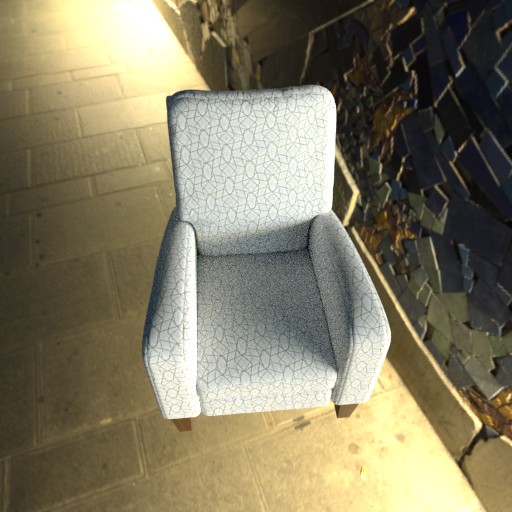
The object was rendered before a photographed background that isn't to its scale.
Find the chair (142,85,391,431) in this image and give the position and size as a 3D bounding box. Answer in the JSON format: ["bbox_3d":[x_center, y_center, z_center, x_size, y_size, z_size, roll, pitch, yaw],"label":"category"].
[{"bbox_3d":[0.000,0.000,1.767,0.796,1.064,0.995,-4,47,-3],"label":"chair"}]
